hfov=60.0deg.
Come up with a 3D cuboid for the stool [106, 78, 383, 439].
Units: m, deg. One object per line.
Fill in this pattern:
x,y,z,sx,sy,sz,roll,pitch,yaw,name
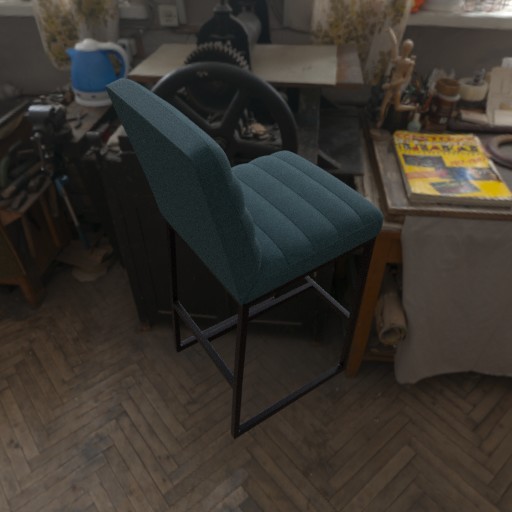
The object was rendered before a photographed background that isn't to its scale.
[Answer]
0.000,0.000,1.340,0.560,1.040,0.460,-23,46,-25,stool
